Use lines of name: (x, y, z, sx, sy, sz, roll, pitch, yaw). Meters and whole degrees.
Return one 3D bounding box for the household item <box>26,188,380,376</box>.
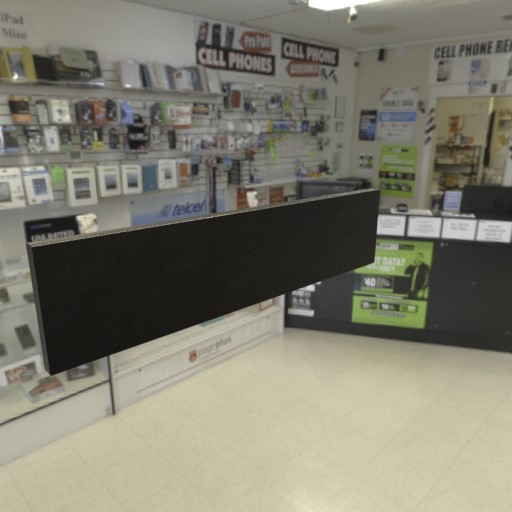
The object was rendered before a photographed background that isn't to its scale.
household item: (0.000, 0.000, 1.078, 1.001, 0.236, 0.030, -14, 22, -40)
